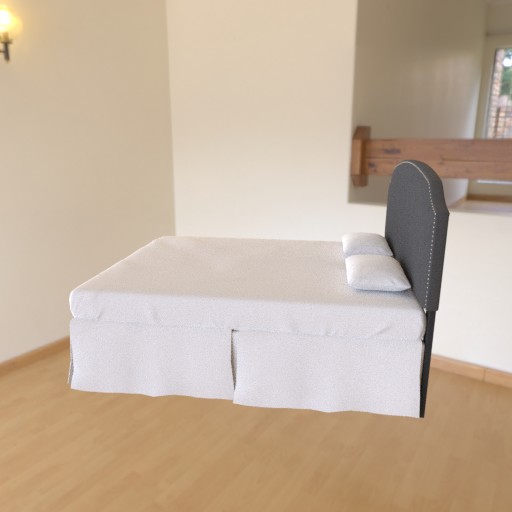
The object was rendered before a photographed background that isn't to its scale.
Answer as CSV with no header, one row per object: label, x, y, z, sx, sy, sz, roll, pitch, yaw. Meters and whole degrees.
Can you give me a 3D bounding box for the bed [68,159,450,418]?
bed,0.000,0.000,2.969,1.999,1.270,1.558,2,15,9
